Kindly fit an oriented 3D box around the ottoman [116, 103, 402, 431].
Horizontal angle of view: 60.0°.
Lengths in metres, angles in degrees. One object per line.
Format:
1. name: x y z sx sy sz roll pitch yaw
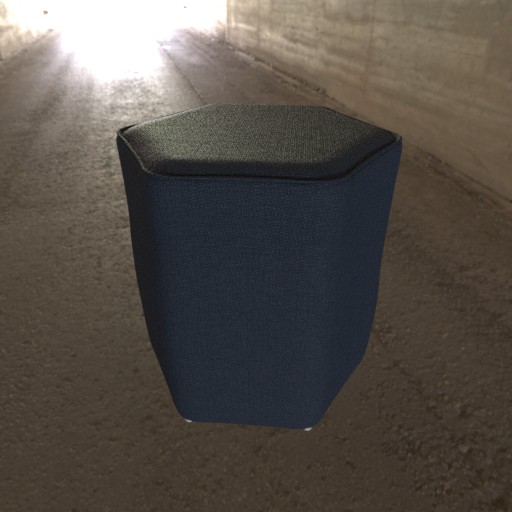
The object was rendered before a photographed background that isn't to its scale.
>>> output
1. ottoman: 0.000 0.000 0.875 0.454 0.505 0.492 22 38 33
